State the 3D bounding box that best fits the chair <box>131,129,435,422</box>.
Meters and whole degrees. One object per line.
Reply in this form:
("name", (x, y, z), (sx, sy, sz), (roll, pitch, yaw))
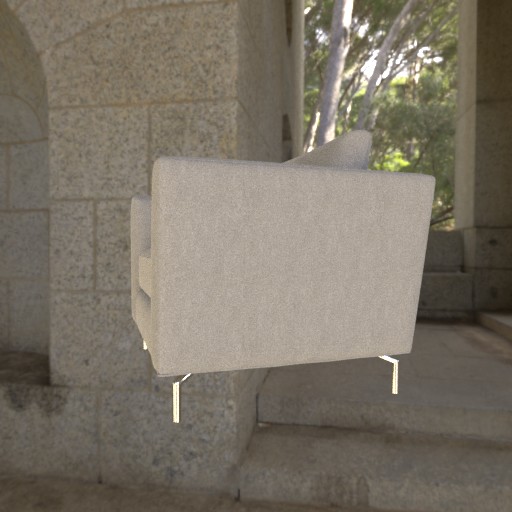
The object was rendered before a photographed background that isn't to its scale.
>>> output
("chair", (0.000, 0.000, 1.730), (0.889, 0.864, 1.041), (0, 1, -19))
